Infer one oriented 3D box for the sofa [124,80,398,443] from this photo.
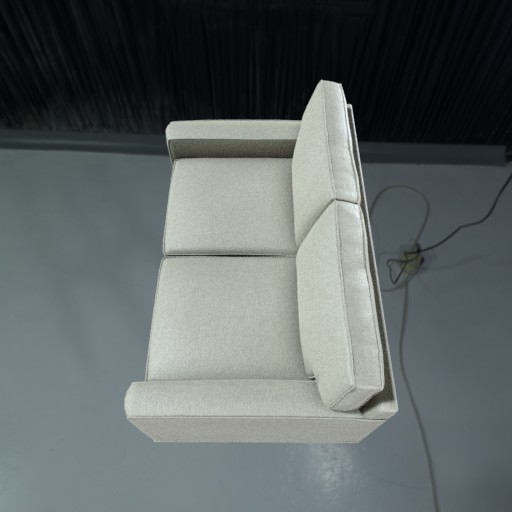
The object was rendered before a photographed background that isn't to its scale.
[{"bbox_3d":[0.000,0.000,2.030,0.940,0.853,1.484,0,59,0],"label":"sofa"}]
